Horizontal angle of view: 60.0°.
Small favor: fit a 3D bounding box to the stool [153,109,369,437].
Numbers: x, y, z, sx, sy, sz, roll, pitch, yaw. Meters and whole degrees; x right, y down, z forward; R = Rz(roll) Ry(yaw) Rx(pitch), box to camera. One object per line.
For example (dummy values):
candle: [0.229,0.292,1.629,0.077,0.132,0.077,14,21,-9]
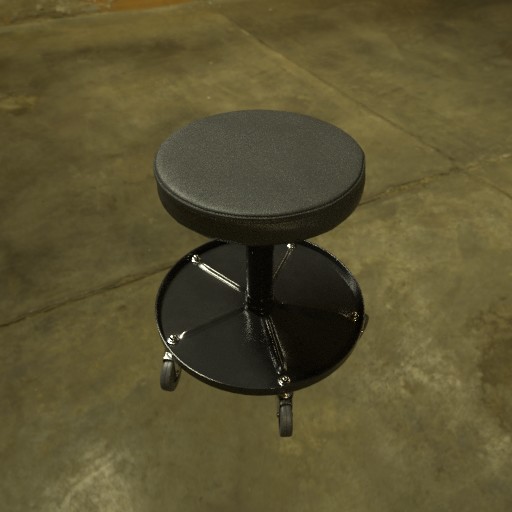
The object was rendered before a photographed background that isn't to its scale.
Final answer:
stool: [0.000,0.000,0.691,0.382,0.365,0.381,13,44,14]
